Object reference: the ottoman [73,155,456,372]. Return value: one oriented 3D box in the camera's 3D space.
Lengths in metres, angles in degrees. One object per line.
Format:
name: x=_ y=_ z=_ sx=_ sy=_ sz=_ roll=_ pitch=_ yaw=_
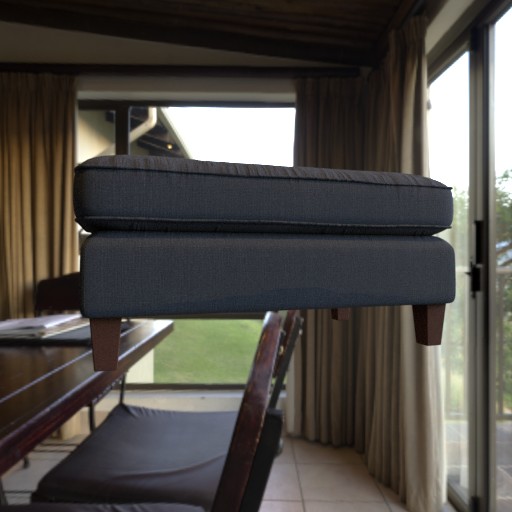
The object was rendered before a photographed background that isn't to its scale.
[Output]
ottoman: x=0.000 y=0.000 z=1.188 sx=0.885 sy=0.438 sz=0.570 roll=0 pitch=0 yaw=-18
